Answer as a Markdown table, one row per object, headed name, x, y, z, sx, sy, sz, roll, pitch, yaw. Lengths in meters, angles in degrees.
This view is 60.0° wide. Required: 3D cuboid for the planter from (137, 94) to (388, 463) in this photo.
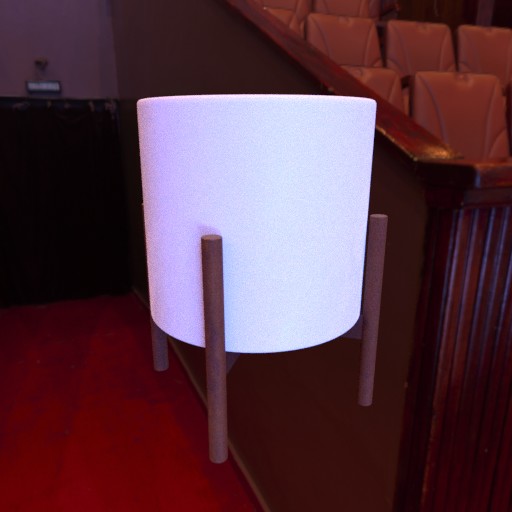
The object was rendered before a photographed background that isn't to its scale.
| name | x | y | z | sx | sy | sz | roll | pitch | yaw |
| --- | --- | --- | --- | --- | --- | --- | --- | --- | --- |
| planter | 0.000 | 0.000 | 0.883 | 0.421 | 0.581 | 0.420 | -8 | 18 | -24 |
